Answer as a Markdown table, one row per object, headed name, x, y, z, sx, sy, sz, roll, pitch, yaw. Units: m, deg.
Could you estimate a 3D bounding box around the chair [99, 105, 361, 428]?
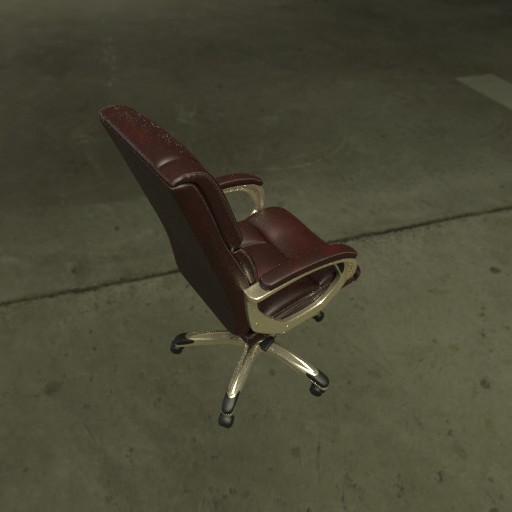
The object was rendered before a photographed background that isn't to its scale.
| name | x | y | z | sx | sy | sz | roll | pitch | yaw |
| --- | --- | --- | --- | --- | --- | --- | --- | --- | --- |
| chair | 0.000 | 0.000 | 1.553 | 0.739 | 1.107 | 0.662 | -24 | 46 | -25 |
